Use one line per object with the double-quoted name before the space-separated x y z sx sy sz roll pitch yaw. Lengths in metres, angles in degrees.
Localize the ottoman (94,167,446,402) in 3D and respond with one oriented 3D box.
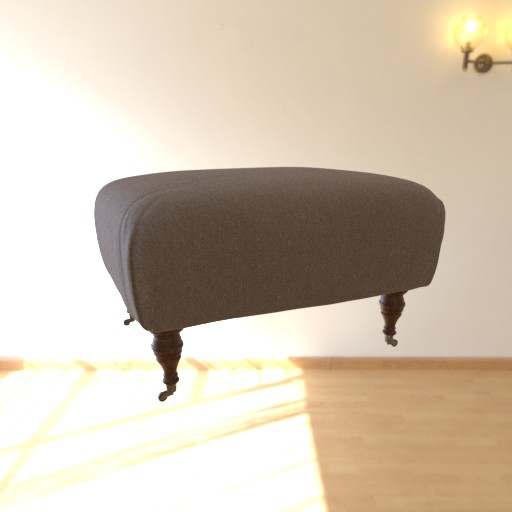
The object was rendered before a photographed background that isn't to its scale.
"ottoman" 0.000 0.000 1.155 0.747 0.450 0.622 -6 15 -24
